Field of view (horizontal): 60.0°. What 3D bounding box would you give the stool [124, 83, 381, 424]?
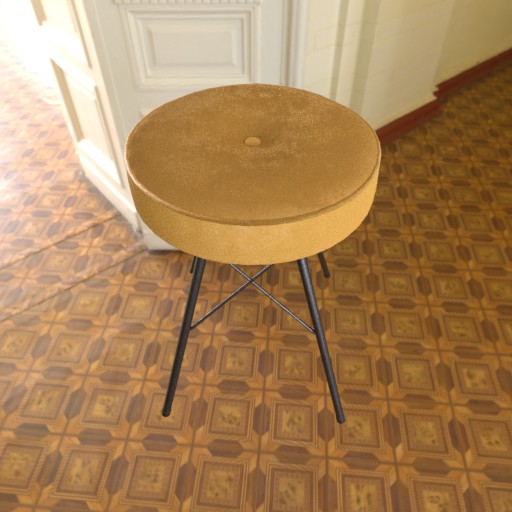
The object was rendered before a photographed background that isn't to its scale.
[{"bbox_3d":[0.000,0.000,0.946,0.438,0.595,0.472,3,46,3],"label":"stool"}]
